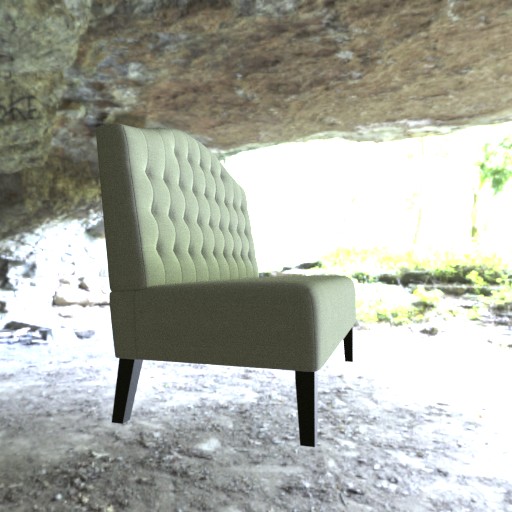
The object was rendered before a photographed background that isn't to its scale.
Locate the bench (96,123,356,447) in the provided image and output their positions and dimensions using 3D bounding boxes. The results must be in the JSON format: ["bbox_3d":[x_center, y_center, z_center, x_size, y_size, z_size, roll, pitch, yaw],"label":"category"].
[{"bbox_3d":[0.000,0.000,2.067,0.815,1.180,1.335,0,-2,17],"label":"bench"}]
